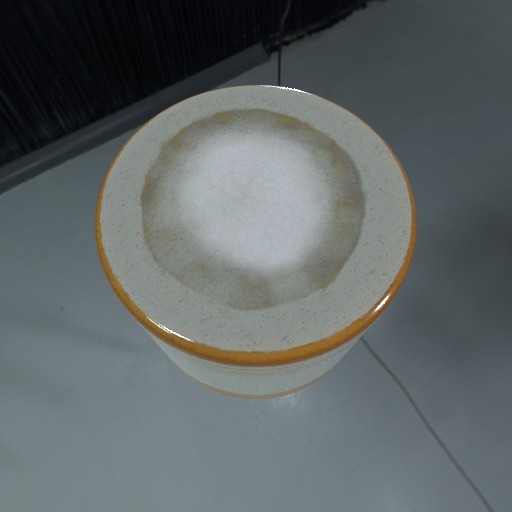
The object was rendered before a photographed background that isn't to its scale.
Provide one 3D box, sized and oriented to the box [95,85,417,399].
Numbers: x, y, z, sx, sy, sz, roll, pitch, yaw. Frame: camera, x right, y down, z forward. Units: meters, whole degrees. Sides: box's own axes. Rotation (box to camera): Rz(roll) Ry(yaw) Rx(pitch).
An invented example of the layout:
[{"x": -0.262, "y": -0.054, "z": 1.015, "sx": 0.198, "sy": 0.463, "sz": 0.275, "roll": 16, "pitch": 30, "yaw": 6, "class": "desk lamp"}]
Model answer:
[{"x": 0.000, "y": 0.000, "z": 0.211, "sx": 0.123, "sy": 0.100, "sz": 0.123, "roll": 0, "pitch": 64, "yaw": 0, "class": "box"}]
